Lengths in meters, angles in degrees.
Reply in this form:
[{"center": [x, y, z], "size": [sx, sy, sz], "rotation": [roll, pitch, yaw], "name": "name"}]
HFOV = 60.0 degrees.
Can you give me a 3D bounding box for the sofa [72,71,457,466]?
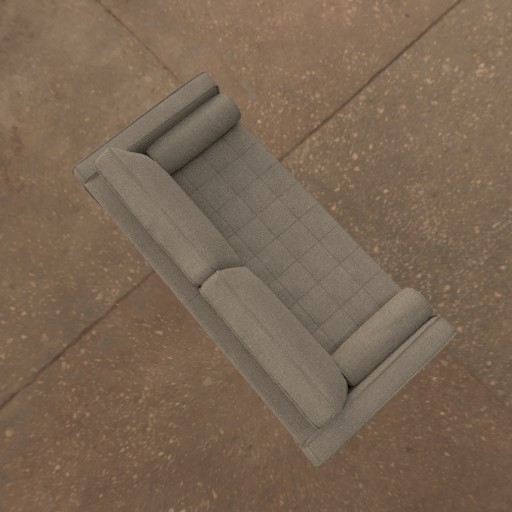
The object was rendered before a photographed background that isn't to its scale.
[{"center": [0.000, 0.000, 2.325], "size": [0.914, 0.762, 1.879], "rotation": [-40, 79, -9], "name": "sofa"}]
